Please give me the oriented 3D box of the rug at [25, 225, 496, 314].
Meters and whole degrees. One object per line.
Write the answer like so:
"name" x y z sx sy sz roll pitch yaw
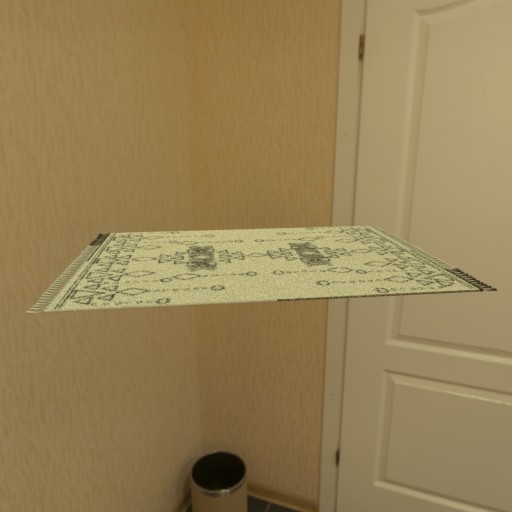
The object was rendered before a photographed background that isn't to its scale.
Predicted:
"rug" 0.000 0.000 2.910 2.312 0.013 1.600 -2 16 -7
